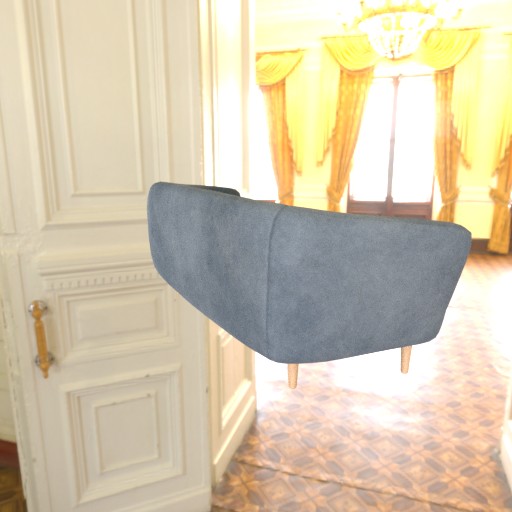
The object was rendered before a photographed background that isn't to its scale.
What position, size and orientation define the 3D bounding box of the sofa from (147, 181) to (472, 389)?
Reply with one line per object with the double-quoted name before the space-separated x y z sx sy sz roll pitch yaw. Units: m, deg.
"sofa" 0.000 0.000 2.508 0.849 0.795 2.095 -7 15 -28
